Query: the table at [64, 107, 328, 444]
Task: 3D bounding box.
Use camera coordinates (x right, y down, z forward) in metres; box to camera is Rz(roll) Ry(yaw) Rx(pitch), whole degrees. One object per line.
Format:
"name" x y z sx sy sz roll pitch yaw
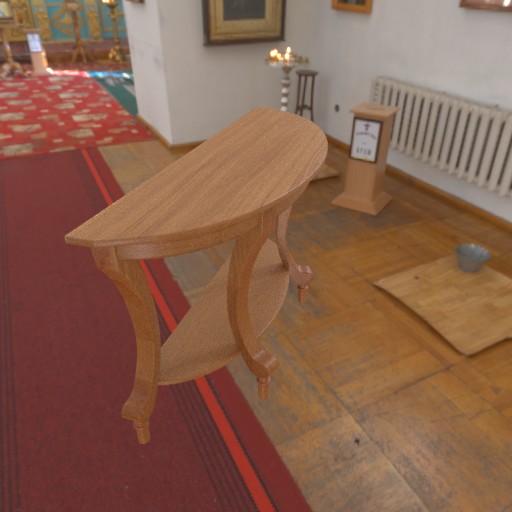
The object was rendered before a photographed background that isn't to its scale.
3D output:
"table" 0.000 0.000 1.478 0.394 0.692 1.198 10 32 16
